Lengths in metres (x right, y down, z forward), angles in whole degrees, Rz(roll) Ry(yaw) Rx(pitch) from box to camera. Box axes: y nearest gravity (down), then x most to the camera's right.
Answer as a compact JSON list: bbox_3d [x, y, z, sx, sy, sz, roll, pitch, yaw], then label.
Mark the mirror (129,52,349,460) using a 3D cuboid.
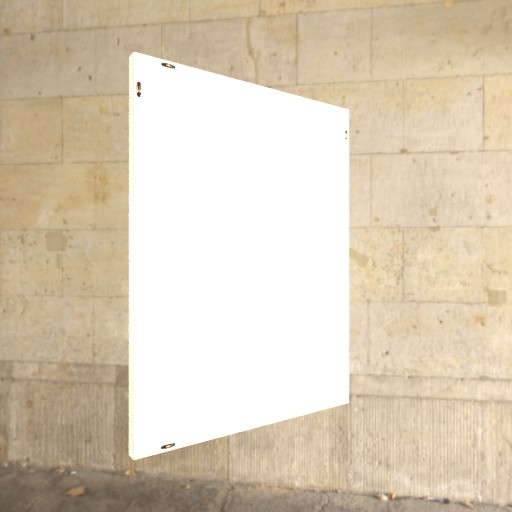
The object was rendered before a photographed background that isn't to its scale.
[{"bbox_3d":[0.000,0.000,1.332,0.762,1.016,0.040,0,0,-35],"label":"mirror"}]
